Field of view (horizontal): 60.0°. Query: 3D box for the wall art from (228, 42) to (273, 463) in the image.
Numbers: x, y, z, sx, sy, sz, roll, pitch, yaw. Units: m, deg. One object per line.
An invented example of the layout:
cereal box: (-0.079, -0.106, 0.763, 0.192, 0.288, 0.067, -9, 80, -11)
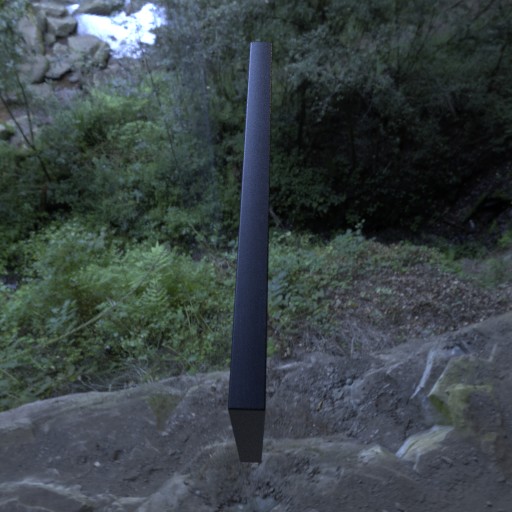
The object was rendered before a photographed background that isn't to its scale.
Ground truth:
wall art: (0.000, 0.000, 0.772, 0.038, 0.409, 0.610, 1, 58, 1)
